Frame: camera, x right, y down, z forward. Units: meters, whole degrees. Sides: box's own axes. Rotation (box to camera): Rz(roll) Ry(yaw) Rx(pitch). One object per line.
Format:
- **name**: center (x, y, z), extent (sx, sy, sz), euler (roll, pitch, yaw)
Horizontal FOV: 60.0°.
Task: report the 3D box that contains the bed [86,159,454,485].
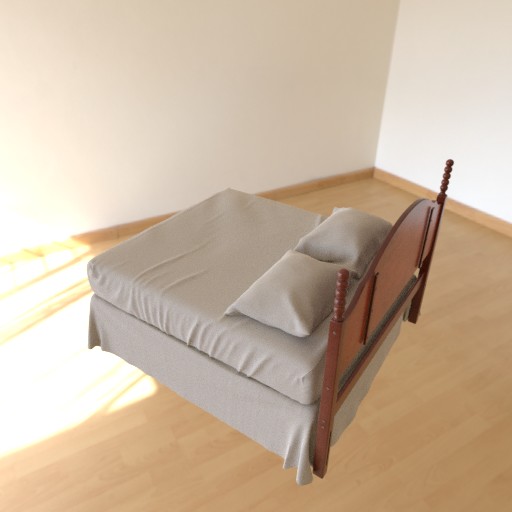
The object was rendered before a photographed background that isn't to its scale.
- **bed**: center (0.000, 0.000, 3.155), extent (2.040, 1.356, 1.873), euler (20, 37, 29)
